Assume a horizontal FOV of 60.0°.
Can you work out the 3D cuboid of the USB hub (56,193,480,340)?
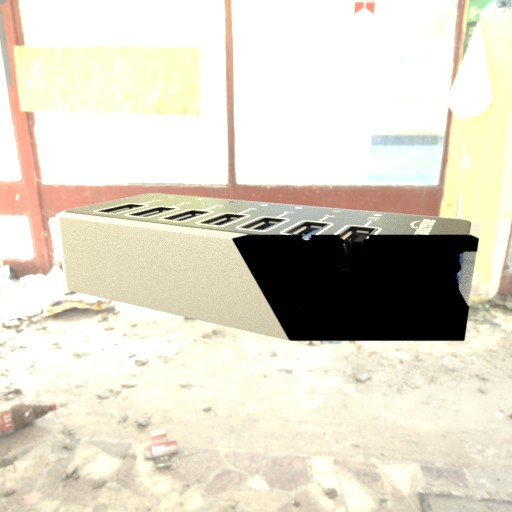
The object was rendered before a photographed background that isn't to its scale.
[{"bbox_3d":[0.000,0.000,0.124,0.110,0.023,0.044,8,18,26],"label":"USB hub"}]
